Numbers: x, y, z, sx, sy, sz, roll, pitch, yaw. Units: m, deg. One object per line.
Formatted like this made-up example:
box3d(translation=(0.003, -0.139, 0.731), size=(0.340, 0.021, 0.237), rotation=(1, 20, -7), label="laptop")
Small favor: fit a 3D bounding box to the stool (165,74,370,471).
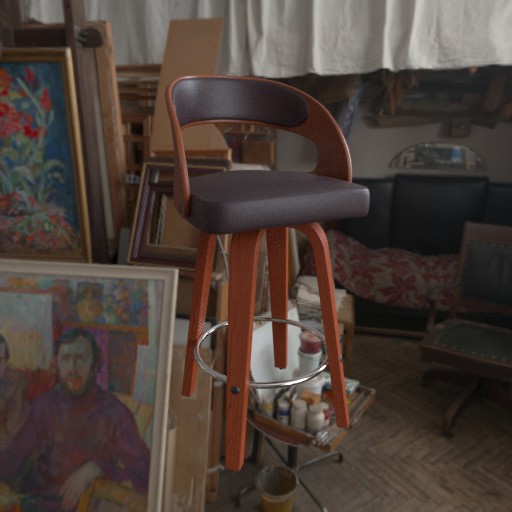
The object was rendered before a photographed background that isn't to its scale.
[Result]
box3d(translation=(0.000, 0.000, 1.196), size=(0.457, 0.940, 0.457), rotation=(-9, 20, -26), label="stool")
